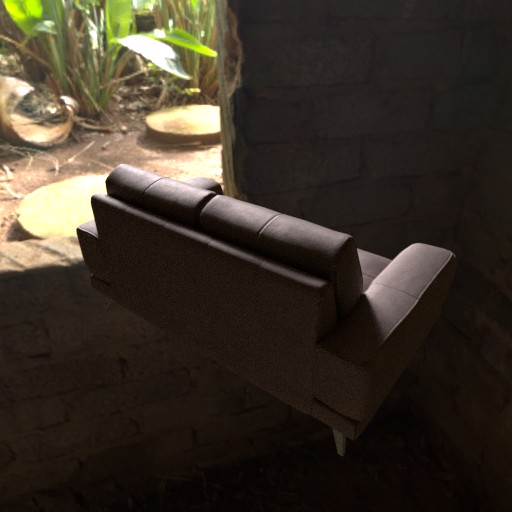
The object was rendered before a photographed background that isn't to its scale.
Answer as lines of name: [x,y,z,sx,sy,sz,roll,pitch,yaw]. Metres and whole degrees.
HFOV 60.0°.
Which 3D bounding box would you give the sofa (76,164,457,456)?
sofa: [0.000,0.000,2.361,1.806,0.907,1.018,22,37,32]
